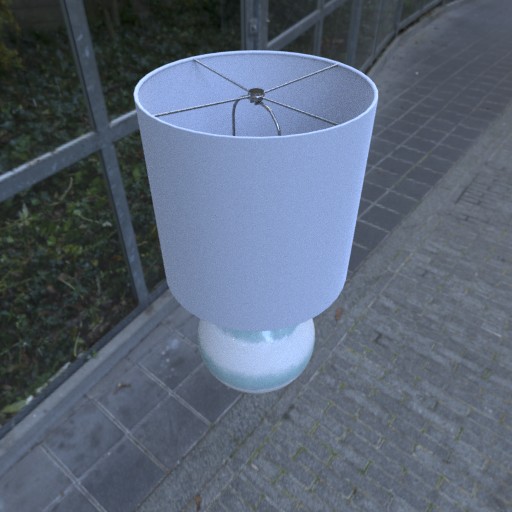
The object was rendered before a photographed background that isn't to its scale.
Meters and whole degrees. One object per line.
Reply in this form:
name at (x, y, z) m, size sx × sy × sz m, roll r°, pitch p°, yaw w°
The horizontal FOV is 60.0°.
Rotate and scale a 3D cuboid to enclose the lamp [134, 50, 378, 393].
lamp at (0.000, 0.000, 0.531) m, size 0.217 × 0.404 × 0.217 m, roll -27°, pitch 47°, yaw -28°
